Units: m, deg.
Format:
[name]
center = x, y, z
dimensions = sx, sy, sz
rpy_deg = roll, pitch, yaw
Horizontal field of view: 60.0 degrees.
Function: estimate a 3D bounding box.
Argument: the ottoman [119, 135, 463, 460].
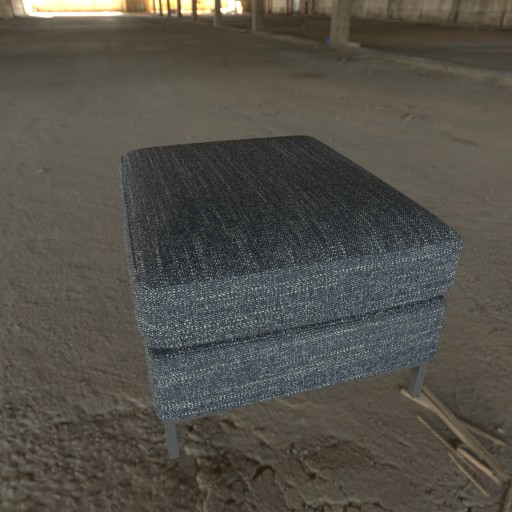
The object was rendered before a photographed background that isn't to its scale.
[ottoman]
center = 0.000, 0.000, 1.221
dimensions = 0.667, 0.491, 0.814
rpy_deg = -9, 31, -14
